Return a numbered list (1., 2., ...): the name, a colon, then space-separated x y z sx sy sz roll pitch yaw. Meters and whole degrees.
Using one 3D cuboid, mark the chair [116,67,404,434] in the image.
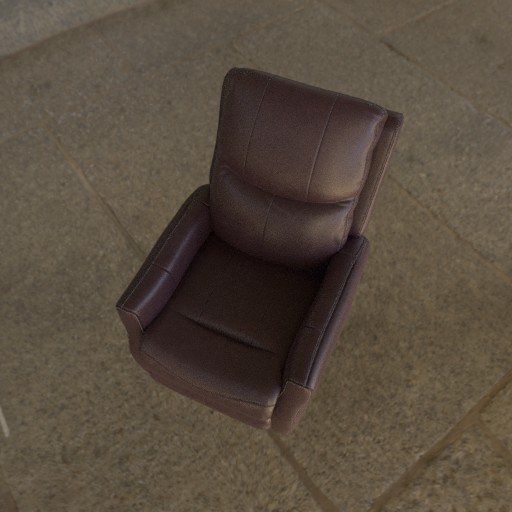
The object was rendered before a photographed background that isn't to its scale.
1. chair: 0.000 0.000 1.759 0.829 1.030 1.080 20 61 12
